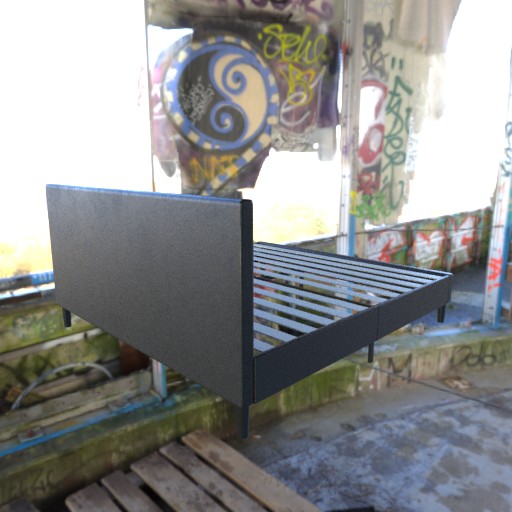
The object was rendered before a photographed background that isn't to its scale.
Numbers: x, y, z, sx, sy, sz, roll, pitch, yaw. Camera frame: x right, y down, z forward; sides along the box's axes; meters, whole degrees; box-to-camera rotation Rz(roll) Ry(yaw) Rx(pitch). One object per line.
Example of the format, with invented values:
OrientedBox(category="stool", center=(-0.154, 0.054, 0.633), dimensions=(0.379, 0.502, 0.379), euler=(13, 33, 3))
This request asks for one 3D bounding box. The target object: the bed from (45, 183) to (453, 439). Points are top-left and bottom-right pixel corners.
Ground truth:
OrientedBox(category="bed", center=(0.000, 0.000, 3.232), dimensions=(2.152, 1.046, 2.018), euler=(-11, 16, -44))
